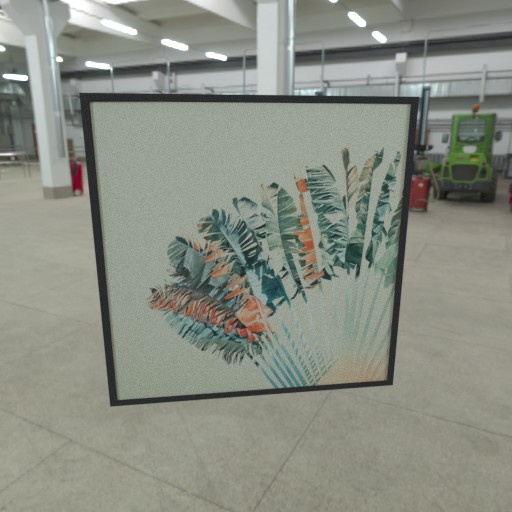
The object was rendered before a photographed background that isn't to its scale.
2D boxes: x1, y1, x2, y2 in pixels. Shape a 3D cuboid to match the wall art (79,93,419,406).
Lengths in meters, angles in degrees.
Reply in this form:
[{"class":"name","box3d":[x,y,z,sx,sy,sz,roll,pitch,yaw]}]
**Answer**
[{"class":"wall art","box3d":[0.000,0.000,0.743,0.509,0.507,0.037,-2,15,-7]}]
